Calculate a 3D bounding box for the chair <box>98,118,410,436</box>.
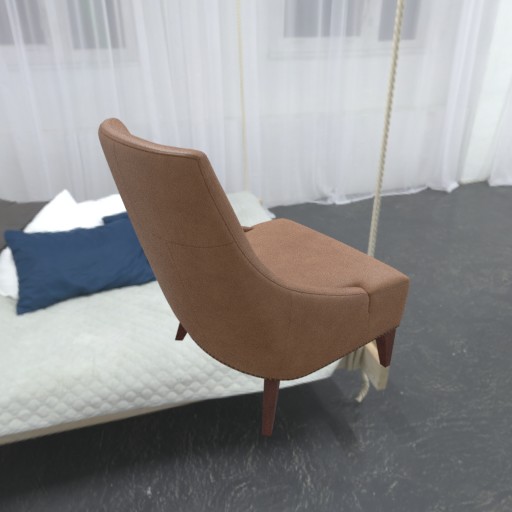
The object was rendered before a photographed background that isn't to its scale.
[{"bbox_3d":[0.000,0.000,1.502,0.861,0.909,0.701,-18,32,-32],"label":"chair"}]
